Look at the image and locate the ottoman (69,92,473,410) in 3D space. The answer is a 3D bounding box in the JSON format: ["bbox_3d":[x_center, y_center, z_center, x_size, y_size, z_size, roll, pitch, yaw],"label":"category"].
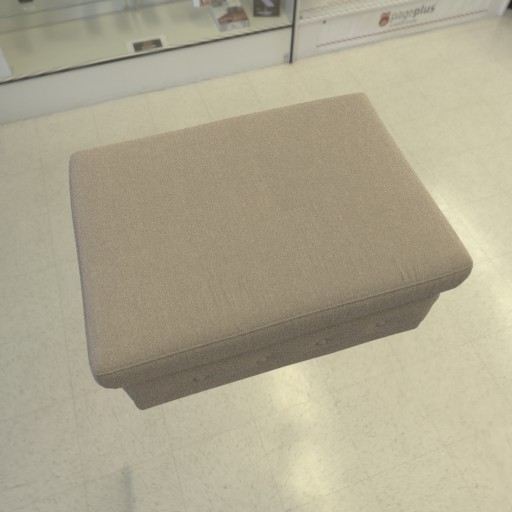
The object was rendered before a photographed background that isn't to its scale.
[{"bbox_3d":[0.000,0.000,1.124,0.771,0.500,0.569,-14,59,-9],"label":"ottoman"}]
